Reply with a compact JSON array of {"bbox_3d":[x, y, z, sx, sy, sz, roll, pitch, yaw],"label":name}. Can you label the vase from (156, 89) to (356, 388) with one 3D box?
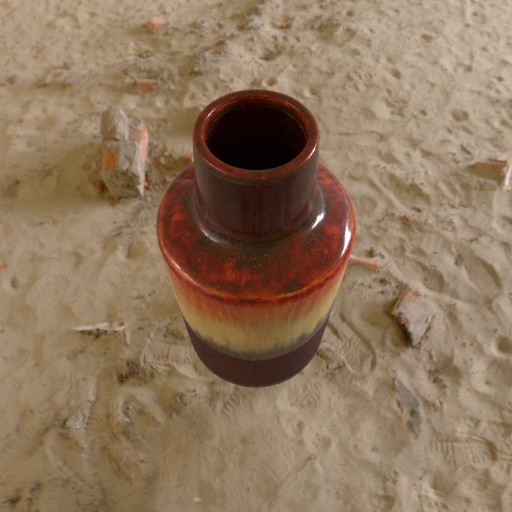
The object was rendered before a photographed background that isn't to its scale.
[{"bbox_3d":[0.000,0.000,0.273,0.108,0.204,0.108,0,58,0],"label":"vase"}]
